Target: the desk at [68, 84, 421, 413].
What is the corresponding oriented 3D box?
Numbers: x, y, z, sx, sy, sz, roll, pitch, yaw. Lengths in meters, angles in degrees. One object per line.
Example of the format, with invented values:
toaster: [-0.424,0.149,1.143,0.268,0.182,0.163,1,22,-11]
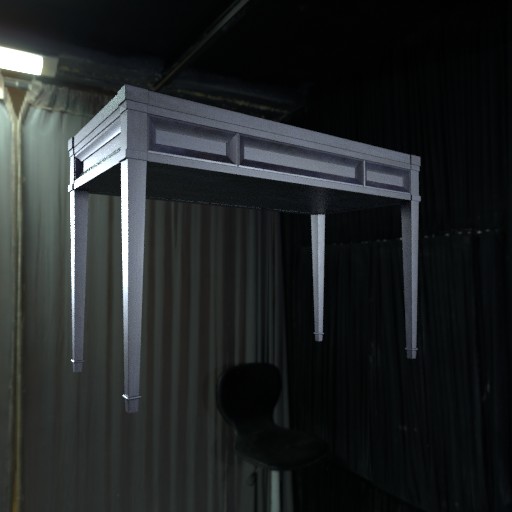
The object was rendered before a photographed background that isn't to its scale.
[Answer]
desk: [0.000,0.000,1.774,1.289,0.861,0.630,1,-2,-36]
